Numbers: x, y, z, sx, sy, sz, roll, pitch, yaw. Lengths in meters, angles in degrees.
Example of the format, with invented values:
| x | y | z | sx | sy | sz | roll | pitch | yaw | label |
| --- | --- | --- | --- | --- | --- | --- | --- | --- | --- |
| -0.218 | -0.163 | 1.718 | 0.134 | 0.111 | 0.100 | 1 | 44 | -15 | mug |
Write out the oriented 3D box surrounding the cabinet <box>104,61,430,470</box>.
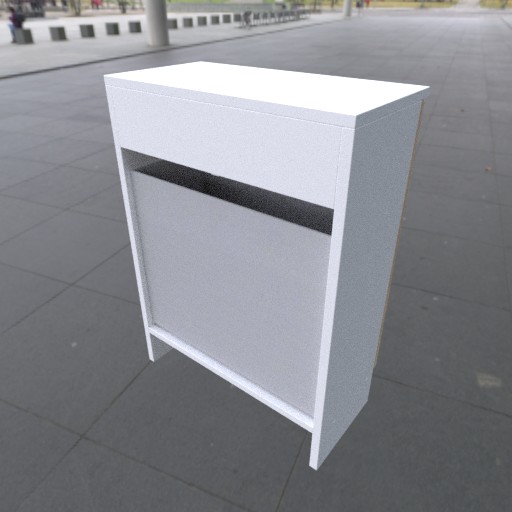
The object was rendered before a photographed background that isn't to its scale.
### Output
| x | y | z | sx | sy | sz | roll | pitch | yaw | label |
| --- | --- | --- | --- | --- | --- | --- | --- | --- | --- |
| 0.000 | 0.000 | 1.094 | 0.600 | 0.815 | 0.296 | 22 | 37 | 32 | cabinet |
